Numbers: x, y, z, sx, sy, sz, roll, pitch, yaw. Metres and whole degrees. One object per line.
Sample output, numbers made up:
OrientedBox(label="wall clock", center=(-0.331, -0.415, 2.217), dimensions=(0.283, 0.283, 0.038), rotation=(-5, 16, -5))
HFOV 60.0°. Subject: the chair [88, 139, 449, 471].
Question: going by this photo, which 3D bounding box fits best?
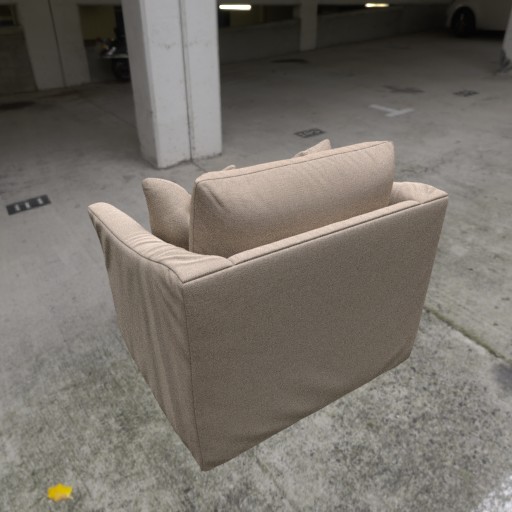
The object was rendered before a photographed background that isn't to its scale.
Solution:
OrientedBox(label="chair", center=(0.000, 0.000, 2.031), dimensions=(1.194, 1.093, 1.071), rotation=(-18, 34, -28))
